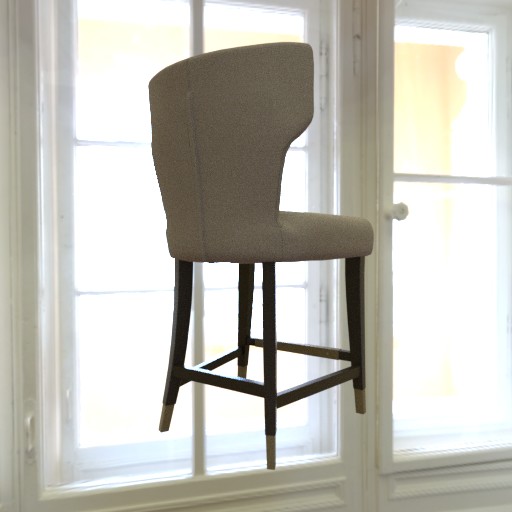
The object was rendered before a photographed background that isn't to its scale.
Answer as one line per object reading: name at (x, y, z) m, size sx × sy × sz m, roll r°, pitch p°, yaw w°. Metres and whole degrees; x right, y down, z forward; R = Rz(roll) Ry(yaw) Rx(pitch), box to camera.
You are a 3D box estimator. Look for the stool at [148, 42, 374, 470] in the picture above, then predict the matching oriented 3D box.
stool at (0.000, 0.000, 1.292) m, size 0.527 × 0.982 × 0.563 m, roll 1°, pitch 2°, yaw 34°
